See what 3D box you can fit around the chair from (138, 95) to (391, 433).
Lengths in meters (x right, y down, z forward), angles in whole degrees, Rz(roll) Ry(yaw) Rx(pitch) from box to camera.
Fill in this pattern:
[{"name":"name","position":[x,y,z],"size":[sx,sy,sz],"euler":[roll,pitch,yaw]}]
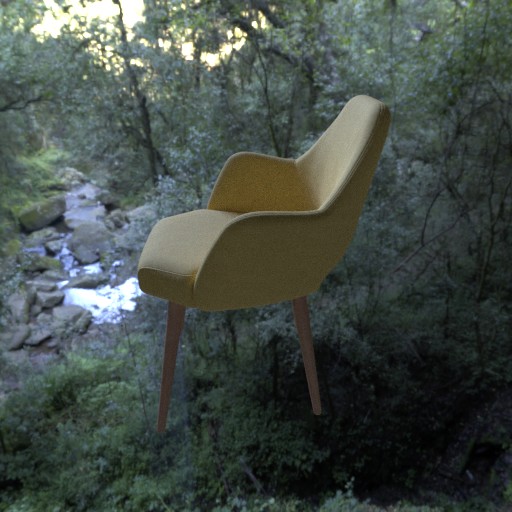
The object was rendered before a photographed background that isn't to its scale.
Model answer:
[{"name":"chair","position":[0.000,0.000,1.247],"size":[0.610,0.840,0.590],"euler":[-1,26,-2]}]
